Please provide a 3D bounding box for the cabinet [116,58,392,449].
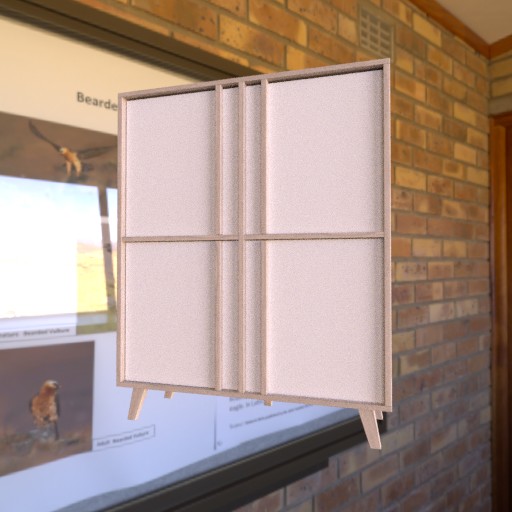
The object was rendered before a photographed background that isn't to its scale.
[{"bbox_3d":[0.000,0.000,1.906,1.111,1.388,0.398,0,-1,17],"label":"cabinet"}]
